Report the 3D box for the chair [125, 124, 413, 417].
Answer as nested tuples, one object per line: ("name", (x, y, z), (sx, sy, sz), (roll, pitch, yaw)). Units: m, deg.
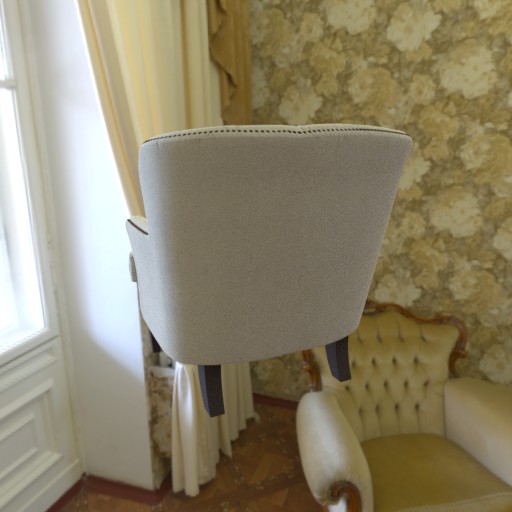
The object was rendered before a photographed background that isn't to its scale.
("chair", (0.000, 0.000, 1.577), (0.848, 0.868, 0.906), (-7, 15, -25))
